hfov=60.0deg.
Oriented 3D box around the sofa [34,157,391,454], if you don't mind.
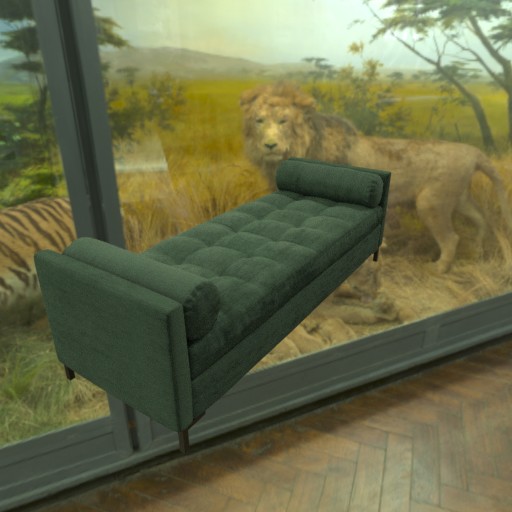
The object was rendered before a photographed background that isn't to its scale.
[{"bbox_3d":[0.000,0.000,2.513,0.817,0.681,2.130,17,30,31],"label":"sofa"}]
